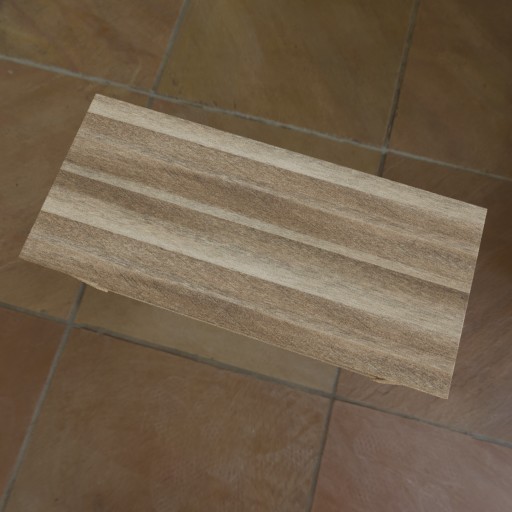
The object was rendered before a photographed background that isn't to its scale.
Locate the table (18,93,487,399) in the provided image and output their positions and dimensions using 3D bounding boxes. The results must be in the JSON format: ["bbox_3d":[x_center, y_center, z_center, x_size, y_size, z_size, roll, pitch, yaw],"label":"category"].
[{"bbox_3d":[0.000,0.000,1.360,1.095,0.480,0.493,18,76,4],"label":"table"}]
